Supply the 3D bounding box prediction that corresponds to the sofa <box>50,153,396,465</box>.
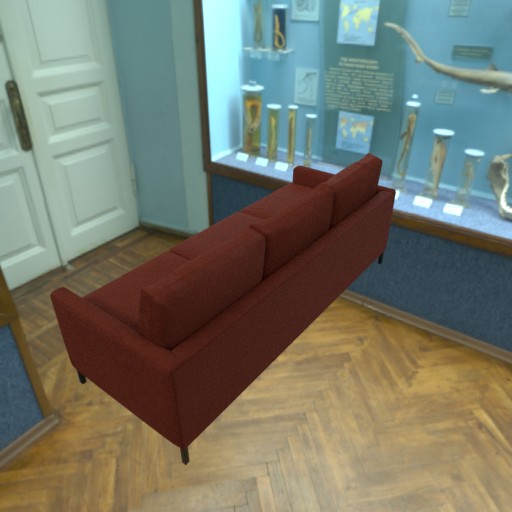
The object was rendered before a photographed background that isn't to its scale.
[{"bbox_3d":[0.000,0.000,2.763,0.875,0.879,2.252,22,38,31],"label":"sofa"}]
